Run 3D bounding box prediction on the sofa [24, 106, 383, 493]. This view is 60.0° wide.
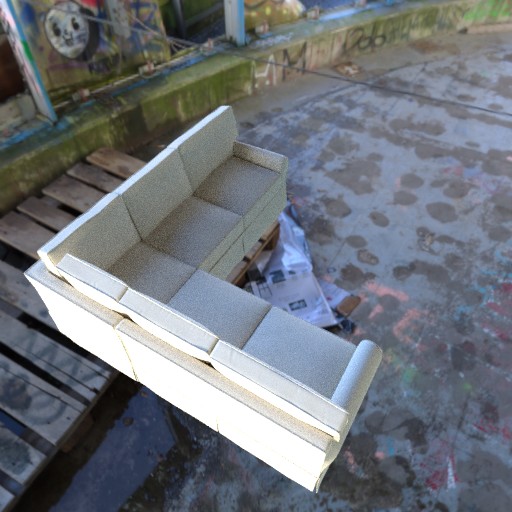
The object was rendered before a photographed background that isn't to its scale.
[{"bbox_3d":[0.000,0.000,3.876,2.591,1.070,2.597,24,53,20],"label":"sofa"}]
